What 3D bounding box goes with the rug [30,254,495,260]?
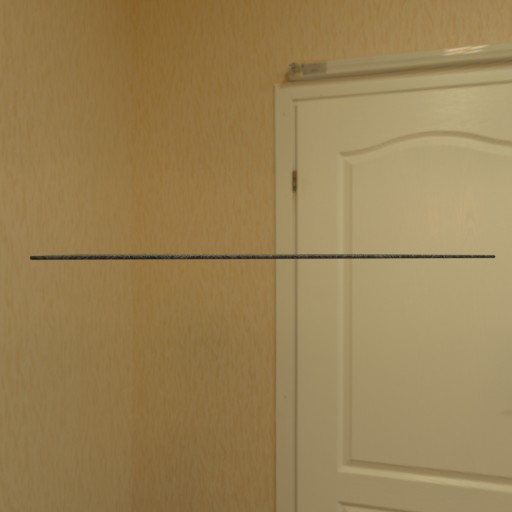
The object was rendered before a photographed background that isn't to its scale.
[{"bbox_3d":[0.000,0.000,2.845,2.330,0.017,1.478,0,0,-15],"label":"rug"}]
